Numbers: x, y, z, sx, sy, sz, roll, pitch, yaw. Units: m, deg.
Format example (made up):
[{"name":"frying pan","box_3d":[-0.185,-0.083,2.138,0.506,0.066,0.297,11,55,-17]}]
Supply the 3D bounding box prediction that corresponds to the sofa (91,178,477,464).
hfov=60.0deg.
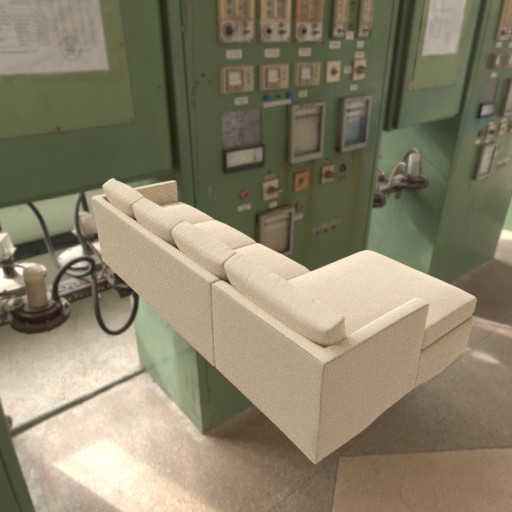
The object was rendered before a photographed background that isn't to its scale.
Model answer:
[{"name":"sofa","box_3d":[0.000,0.000,3.834,1.650,0.922,3.205,-20,33,-34]}]
